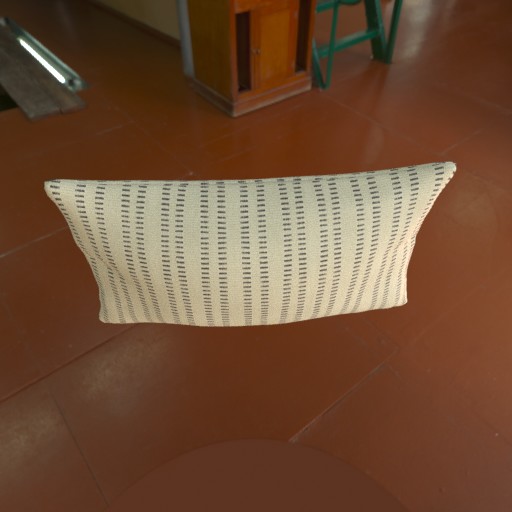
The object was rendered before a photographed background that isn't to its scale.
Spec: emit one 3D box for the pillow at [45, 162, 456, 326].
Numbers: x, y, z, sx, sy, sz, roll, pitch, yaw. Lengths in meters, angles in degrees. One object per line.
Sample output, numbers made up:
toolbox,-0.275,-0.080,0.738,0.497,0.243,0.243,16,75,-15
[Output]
pillow,0.000,0.000,0.792,0.640,0.353,0.210,-3,46,-3
